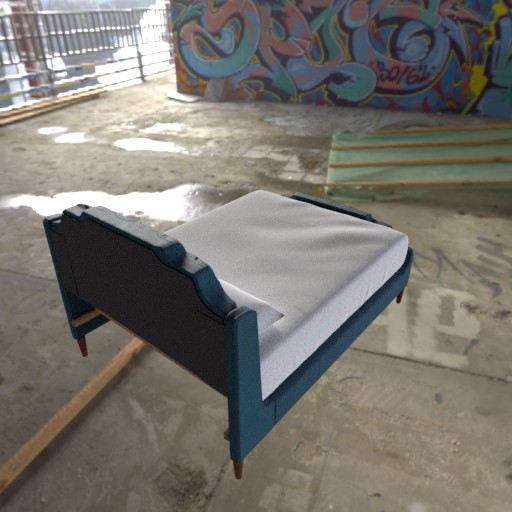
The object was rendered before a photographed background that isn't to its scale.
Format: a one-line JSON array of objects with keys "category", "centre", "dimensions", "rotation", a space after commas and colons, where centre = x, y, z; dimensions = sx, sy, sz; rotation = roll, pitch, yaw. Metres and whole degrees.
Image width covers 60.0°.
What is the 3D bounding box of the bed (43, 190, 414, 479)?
[{"category": "bed", "centre": [0.000, 0.000, 3.391], "dimensions": [1.676, 1.351, 2.322], "rotation": [22, 37, 33]}]
